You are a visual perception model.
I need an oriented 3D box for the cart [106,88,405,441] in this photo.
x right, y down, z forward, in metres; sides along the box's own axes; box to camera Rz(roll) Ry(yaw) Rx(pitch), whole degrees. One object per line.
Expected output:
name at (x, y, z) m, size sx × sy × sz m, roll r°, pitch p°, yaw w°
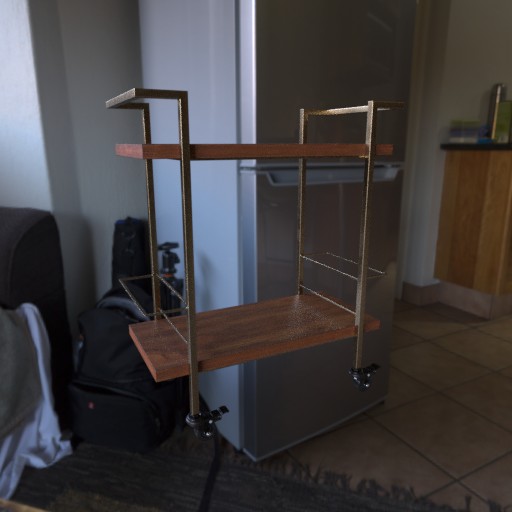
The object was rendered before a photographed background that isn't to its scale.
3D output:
cart at (0.000, 0.000, 1.226) m, size 0.695 × 0.807 × 0.364 m, roll -7°, pitch 16°, yaw -26°
